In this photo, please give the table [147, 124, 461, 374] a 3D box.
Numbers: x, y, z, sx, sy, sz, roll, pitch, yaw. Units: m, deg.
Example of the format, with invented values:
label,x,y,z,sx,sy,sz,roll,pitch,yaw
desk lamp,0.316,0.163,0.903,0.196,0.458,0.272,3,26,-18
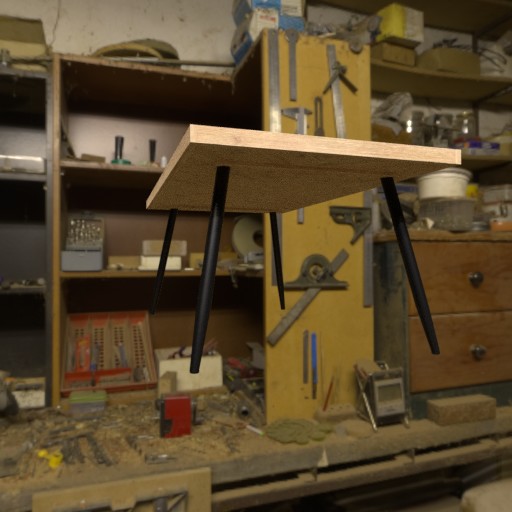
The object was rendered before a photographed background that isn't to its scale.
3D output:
label,x,y,z,sx,sy,sz,roll,pitch,yaw
table,0.000,0.000,2.321,0.991,0.762,1.803,0,-1,-18
